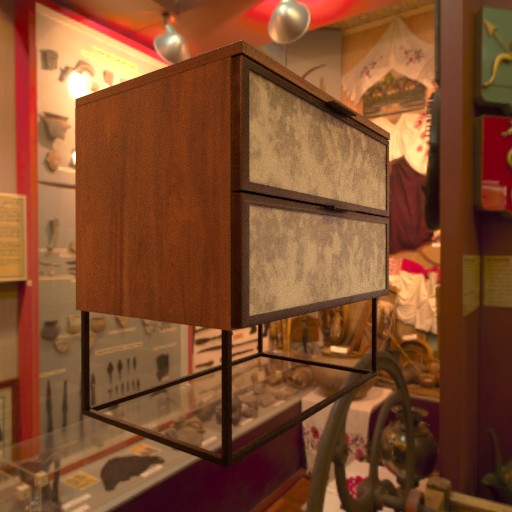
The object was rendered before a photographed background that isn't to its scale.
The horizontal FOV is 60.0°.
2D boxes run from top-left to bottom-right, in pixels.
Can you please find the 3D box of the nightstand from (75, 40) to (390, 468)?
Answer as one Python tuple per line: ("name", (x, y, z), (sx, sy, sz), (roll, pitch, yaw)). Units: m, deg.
("nightstand", (0.000, 0.000, 0.980), (0.427, 0.611, 0.605), (0, 1, 36))
